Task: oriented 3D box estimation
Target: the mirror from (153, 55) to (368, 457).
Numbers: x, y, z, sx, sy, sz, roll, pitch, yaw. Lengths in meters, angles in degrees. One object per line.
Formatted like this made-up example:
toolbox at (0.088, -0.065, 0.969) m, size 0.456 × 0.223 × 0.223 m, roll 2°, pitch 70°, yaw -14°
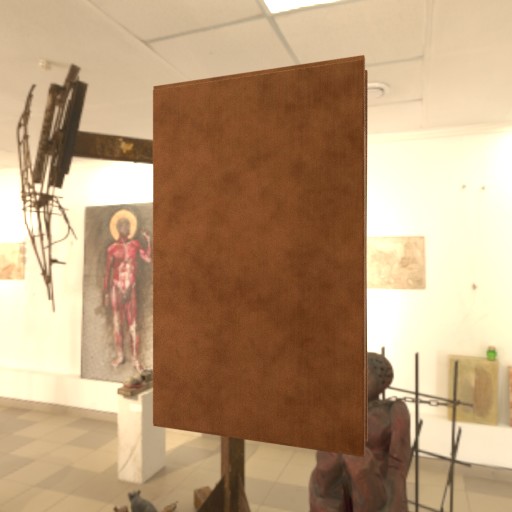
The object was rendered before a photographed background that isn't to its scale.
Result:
mirror at (0.000, 0.000, 0.961) m, size 0.468 × 0.768 × 0.082 m, roll 0°, pitch 0°, yaw 20°
